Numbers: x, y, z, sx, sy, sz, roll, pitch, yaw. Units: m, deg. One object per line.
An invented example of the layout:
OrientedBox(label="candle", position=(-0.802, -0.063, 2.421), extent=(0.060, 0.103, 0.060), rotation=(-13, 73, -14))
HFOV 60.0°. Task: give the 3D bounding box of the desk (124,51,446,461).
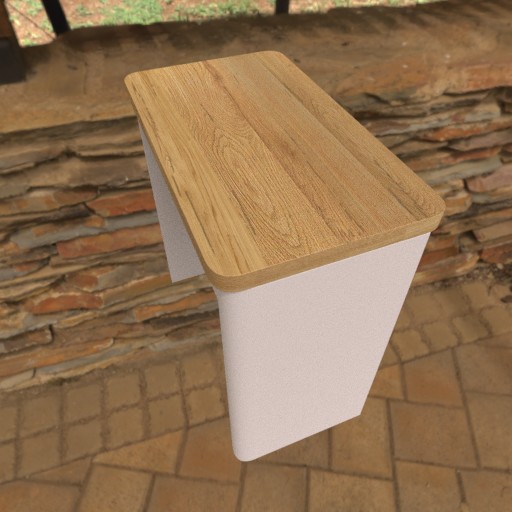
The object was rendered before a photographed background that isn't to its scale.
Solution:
OrientedBox(label="desk", position=(0.000, 0.000, 1.240), extent=(0.440, 0.790, 0.760), rotation=(-16, 48, -15))
